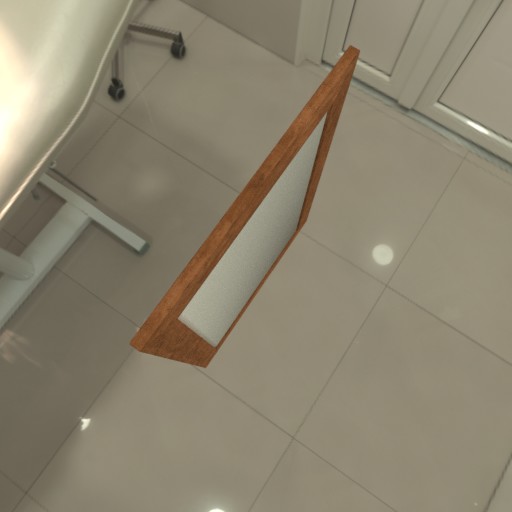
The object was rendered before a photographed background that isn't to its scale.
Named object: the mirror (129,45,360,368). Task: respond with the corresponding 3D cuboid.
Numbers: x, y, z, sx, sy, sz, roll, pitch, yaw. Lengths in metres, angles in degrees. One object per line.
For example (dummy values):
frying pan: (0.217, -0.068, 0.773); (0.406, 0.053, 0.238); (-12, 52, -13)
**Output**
mirror: (0.000, 0.000, 1.429); (0.028, 1.099, 0.796); (33, 77, 9)
